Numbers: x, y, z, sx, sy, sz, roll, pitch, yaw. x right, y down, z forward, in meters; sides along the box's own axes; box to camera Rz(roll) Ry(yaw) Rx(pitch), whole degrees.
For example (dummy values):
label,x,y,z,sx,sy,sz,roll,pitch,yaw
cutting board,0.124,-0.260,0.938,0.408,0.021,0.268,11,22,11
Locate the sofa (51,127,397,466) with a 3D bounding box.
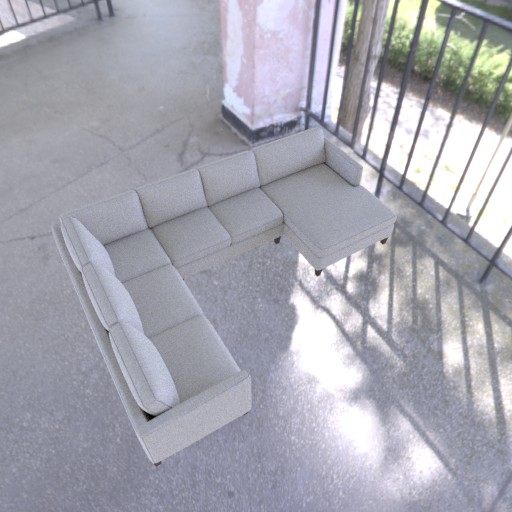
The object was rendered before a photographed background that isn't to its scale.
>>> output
label,x,y,z,sx,sy,sz,roll,pitch,yaw
sofa,0.000,0.000,4.532,3.403,0.889,2.551,-24,52,-21
